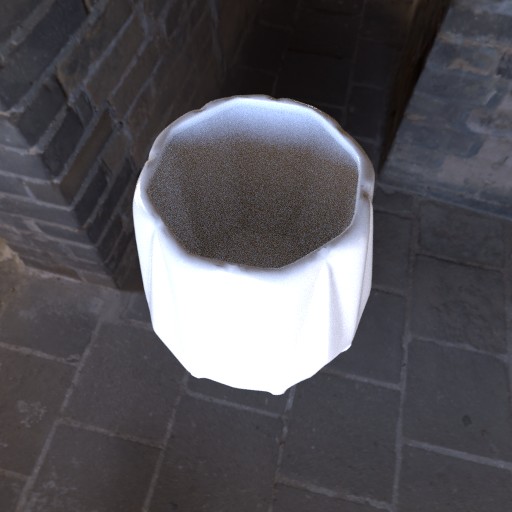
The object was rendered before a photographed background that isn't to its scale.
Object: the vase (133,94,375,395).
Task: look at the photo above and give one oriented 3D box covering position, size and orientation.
[{"bbox_3d":[0.000,0.000,0.259,0.141,0.152,0.141,0,62,0],"label":"vase"}]
